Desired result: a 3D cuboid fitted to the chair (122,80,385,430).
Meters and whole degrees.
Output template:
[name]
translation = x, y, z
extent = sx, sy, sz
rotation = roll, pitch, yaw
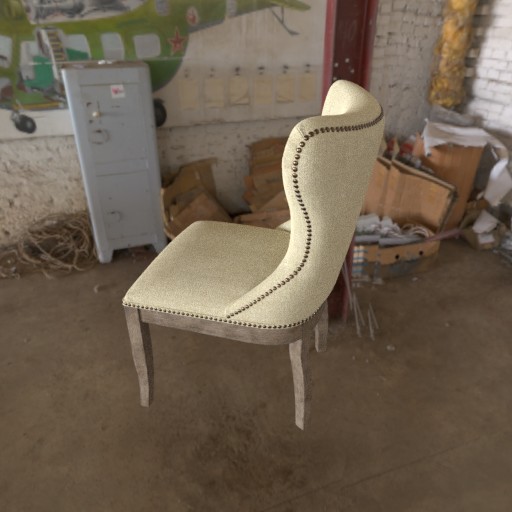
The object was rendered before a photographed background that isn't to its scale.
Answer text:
[chair]
translation = 0.000, 0.000, 1.423
extent = 0.681, 1.002, 0.654
rotation = 8, 31, 14
